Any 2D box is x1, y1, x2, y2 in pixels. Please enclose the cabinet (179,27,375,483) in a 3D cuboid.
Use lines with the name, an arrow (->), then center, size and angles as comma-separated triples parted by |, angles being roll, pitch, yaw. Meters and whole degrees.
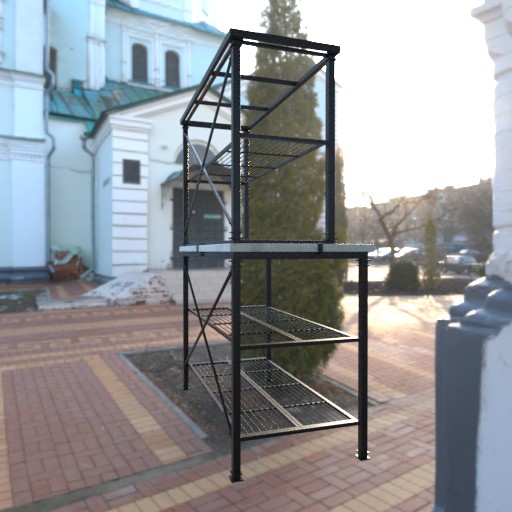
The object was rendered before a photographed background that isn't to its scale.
cabinet -> 0.000, 0.000, 2.261 | 0.610, 1.659, 1.210 | 0, 1, -18
